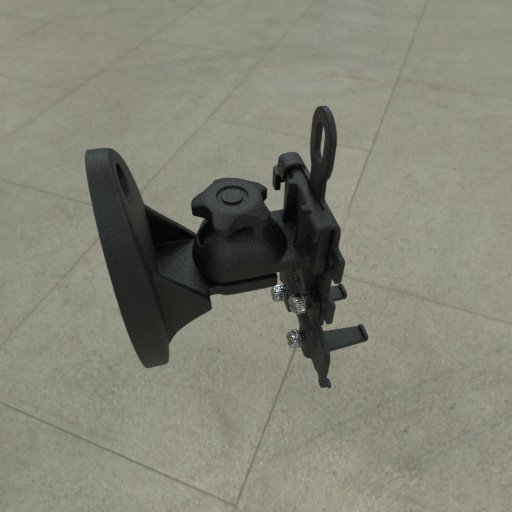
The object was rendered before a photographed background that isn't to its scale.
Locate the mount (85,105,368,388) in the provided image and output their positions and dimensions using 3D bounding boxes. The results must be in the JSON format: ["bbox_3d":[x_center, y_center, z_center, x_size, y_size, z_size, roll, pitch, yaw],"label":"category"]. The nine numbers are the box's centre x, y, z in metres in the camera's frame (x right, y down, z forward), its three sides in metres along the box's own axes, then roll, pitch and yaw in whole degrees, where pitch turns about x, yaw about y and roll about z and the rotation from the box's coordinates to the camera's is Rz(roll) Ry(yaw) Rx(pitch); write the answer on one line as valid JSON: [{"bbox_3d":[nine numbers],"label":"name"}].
[{"bbox_3d":[0.000,0.000,0.173,0.100,0.118,0.066,-10,47,-10],"label":"mount"}]
